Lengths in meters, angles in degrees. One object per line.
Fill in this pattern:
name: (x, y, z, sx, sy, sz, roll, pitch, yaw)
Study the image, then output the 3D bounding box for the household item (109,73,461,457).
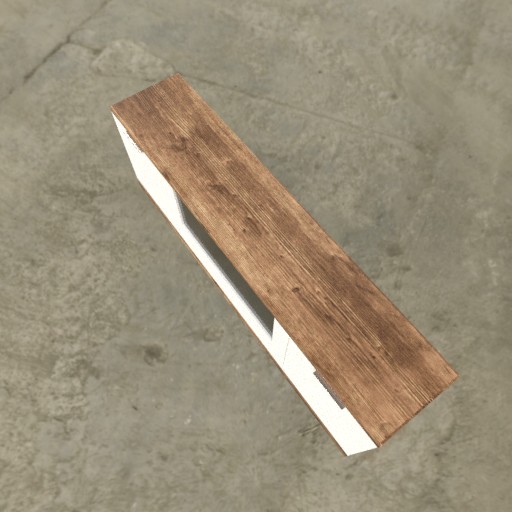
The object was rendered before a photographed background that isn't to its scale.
household item: (0.000, 0.000, 2.043, 0.390, 0.615, 1.800, -33, 68, -16)
